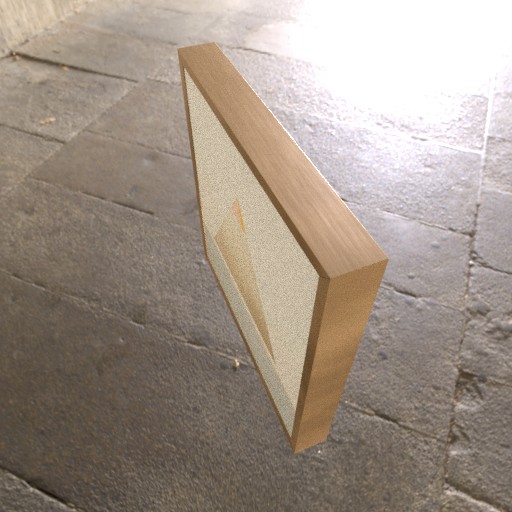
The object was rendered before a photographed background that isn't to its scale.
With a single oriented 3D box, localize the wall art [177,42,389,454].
[{"bbox_3d":[0.000,0.000,0.455,0.038,0.303,0.305,-17,51,-15],"label":"wall art"}]
